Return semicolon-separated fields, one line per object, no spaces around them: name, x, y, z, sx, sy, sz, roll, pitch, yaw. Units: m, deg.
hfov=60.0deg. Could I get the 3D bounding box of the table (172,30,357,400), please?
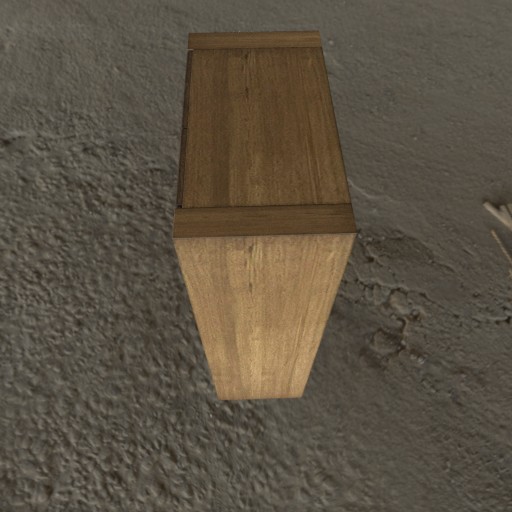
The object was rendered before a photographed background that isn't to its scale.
table;0.000;0.000;2.524;0.600;2.000;1.100;-2;58;-1
